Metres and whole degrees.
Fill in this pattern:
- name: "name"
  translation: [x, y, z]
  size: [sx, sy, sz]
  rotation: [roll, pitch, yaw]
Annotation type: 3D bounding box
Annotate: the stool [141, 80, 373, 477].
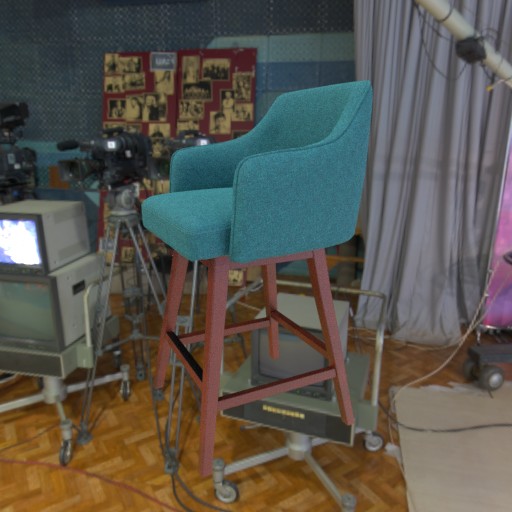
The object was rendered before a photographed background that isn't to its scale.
- name: "stool"
  translation: [0.000, 0.000, 1.293]
  size: [0.556, 0.961, 0.548]
  rotation: [-8, 17, -26]
